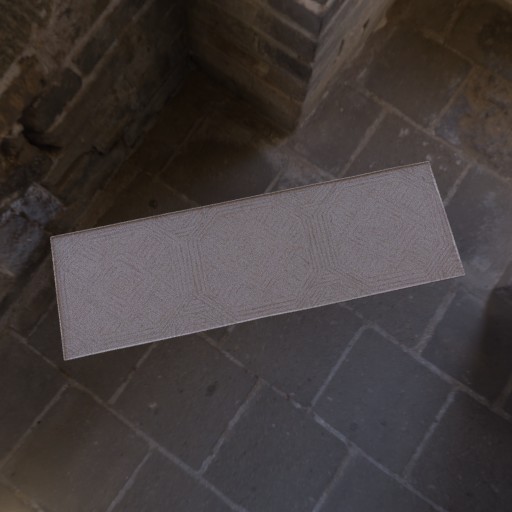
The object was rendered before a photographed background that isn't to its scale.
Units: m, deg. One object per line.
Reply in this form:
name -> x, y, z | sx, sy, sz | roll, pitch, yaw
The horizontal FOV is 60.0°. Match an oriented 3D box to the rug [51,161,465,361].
rug -> 0.000, 0.000, 2.731 | 2.452, 0.012, 0.775 | -12, 77, -3
